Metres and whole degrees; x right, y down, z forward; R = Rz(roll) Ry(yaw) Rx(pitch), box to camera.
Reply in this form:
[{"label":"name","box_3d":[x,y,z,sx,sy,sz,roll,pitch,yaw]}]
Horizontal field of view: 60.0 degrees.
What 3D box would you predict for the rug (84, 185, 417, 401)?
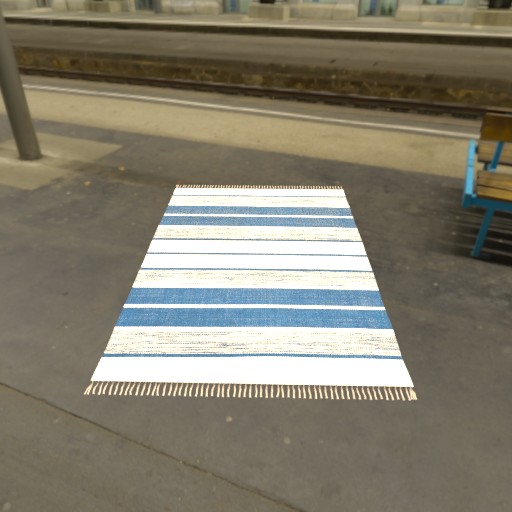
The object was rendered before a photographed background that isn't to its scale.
[{"label":"rug","box_3d":[0.000,0.000,3.059,1.532,0.010,2.441,1,32,1]}]
